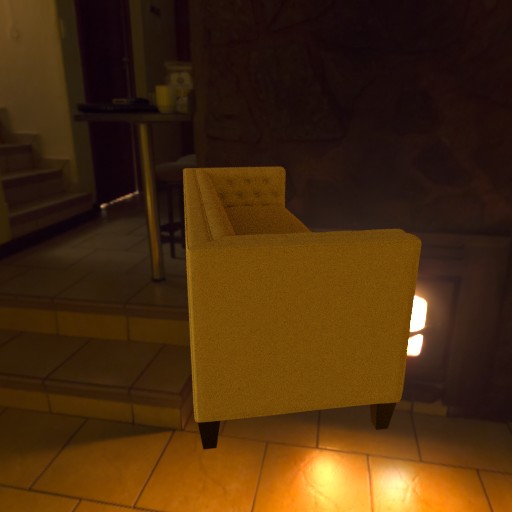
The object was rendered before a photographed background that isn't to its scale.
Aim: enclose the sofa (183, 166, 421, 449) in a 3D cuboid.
[{"bbox_3d":[0.000,0.000,2.520,0.775,0.762,2.159,-3,18,-9],"label":"sofa"}]
